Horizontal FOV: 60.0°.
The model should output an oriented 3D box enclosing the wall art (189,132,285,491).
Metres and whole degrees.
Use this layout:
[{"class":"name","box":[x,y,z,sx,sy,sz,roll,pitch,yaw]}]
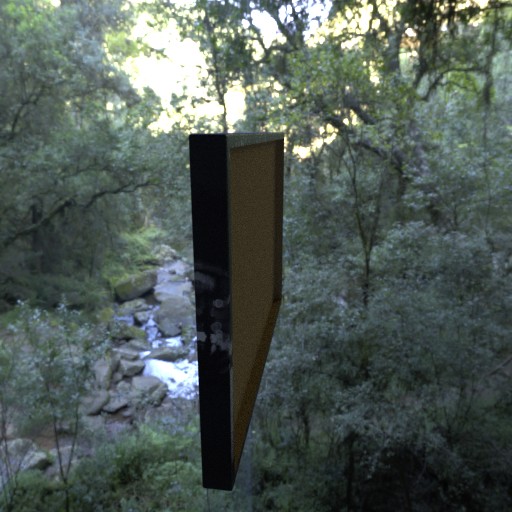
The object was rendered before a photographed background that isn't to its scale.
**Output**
[{"class":"wall art","box":[0.000,0.000,0.758,0.037,0.406,0.609,2,16,8]}]
